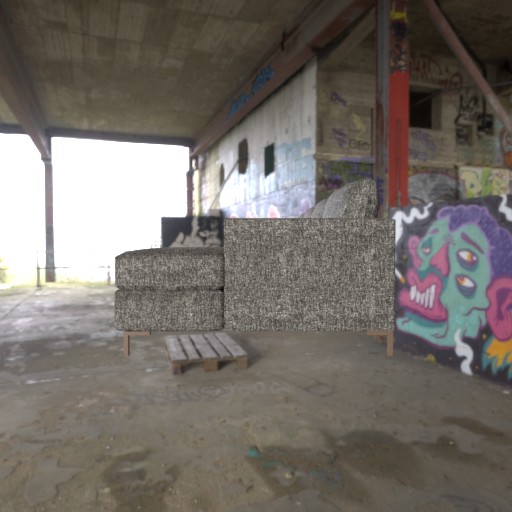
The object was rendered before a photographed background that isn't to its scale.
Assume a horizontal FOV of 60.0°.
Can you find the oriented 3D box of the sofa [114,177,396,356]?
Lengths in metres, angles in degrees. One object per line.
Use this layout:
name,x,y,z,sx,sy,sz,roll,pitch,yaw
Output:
sofa,0.000,0.000,3.986,1.488,0.970,3.384,0,2,0
